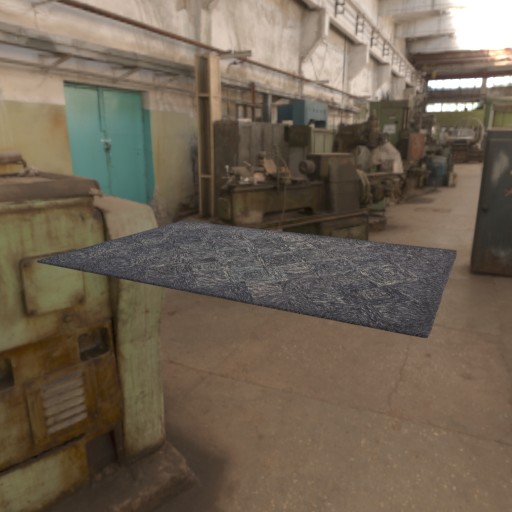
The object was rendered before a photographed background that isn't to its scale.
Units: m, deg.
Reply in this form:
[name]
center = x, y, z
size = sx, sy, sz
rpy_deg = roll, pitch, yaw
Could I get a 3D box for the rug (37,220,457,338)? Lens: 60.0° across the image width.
[rug]
center = 0.000, 0.000, 2.191
size = 1.754, 0.010, 1.139
rpy_deg = 8, 17, 27
